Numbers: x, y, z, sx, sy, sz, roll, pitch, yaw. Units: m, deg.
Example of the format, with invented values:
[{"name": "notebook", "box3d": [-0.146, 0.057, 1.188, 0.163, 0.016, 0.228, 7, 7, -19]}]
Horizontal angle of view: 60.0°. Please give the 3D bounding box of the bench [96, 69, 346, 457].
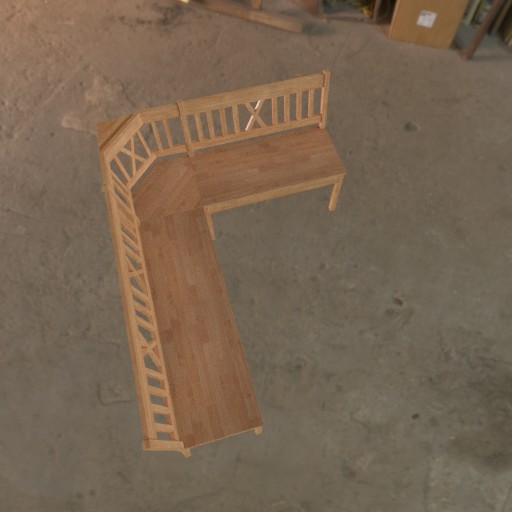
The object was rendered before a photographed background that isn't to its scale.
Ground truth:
[{"name": "bench", "box3d": [0.000, 0.000, 2.775, 1.537, 0.902, 1.937, -14, 64, -7]}]
